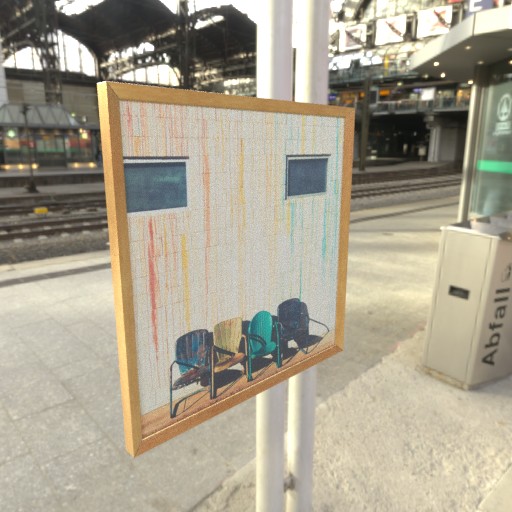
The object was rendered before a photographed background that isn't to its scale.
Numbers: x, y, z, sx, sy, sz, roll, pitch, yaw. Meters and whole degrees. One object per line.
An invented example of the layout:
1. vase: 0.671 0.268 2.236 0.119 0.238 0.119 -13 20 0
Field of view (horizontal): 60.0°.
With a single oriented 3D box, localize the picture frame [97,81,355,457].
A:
1. picture frame: 0.000 0.000 1.130 0.758 0.761 0.037 -13 18 -42
